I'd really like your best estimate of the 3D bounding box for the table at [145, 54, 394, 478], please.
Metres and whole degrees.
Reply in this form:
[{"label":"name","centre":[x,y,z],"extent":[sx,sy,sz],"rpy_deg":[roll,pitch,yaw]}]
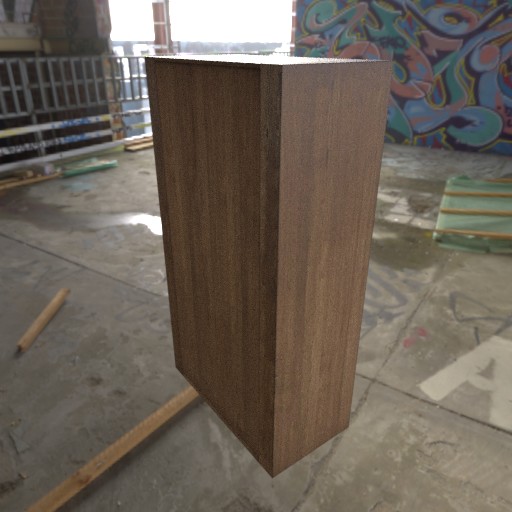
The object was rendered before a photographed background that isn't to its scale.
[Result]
[{"label":"table","centre":[0.000,0.000,2.453],"extent":[0.600,2.000,1.100],"rpy_deg":[-18,31,-32]}]
